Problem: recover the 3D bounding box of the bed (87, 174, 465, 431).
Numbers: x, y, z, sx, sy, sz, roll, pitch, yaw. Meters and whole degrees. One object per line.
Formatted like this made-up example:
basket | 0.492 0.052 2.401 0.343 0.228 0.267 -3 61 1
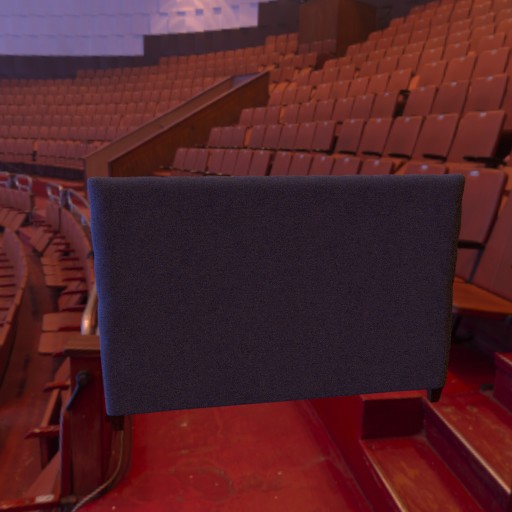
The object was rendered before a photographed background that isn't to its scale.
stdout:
bed | 0.000 0.000 3.625 2.078 1.427 2.387 -2 14 -8
